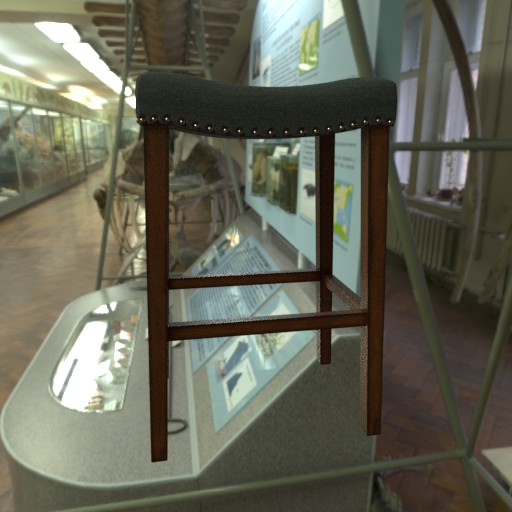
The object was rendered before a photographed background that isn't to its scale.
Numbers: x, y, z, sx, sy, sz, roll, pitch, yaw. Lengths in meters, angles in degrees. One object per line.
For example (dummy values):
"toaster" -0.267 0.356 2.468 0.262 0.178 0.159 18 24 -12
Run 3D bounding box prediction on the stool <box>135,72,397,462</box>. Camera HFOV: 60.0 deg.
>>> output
"stool" 0.000 0.000 1.027 0.502 0.760 0.366 -3 15 -10
